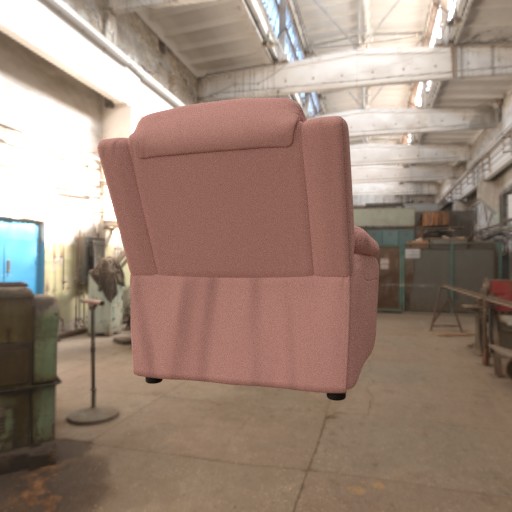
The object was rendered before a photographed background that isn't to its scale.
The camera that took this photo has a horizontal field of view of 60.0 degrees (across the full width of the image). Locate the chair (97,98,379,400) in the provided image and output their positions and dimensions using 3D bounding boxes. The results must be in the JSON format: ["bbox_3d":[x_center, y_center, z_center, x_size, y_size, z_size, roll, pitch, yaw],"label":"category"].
[{"bbox_3d":[0.000,0.000,1.298,0.680,0.702,0.709,0,-1,18],"label":"chair"}]
